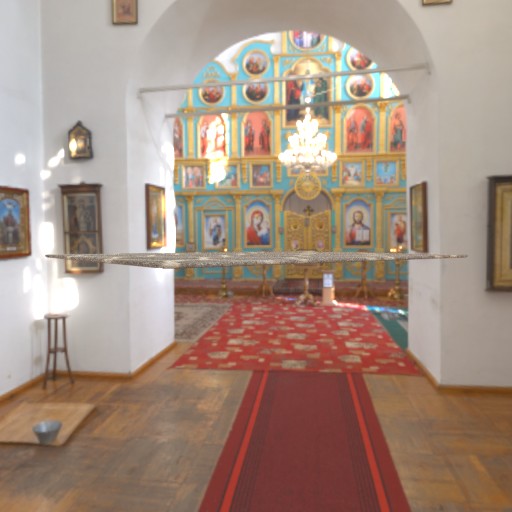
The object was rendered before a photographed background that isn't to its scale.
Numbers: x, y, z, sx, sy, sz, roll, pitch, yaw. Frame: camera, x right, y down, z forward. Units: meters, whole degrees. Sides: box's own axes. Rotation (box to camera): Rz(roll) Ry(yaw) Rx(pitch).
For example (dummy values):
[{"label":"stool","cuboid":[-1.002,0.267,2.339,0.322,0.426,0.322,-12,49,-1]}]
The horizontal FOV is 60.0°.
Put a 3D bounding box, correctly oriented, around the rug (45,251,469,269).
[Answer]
[{"label":"rug","cuboid":[0.000,0.000,3.992,3.000,0.026,2.399,-1,2,-38]}]
